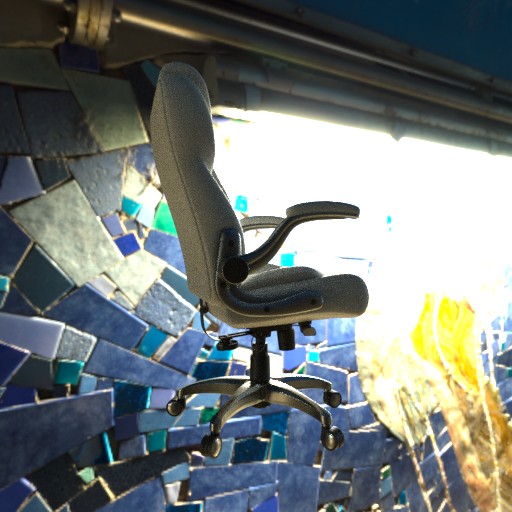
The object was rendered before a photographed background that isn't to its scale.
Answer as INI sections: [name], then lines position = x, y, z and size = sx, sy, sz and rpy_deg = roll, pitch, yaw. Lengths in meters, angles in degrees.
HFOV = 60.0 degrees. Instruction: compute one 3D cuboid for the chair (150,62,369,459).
[chair]
position = 0.000, 0.000, 1.793
size = 0.806, 1.330, 0.755
rpy_deg = 0, 1, -17
